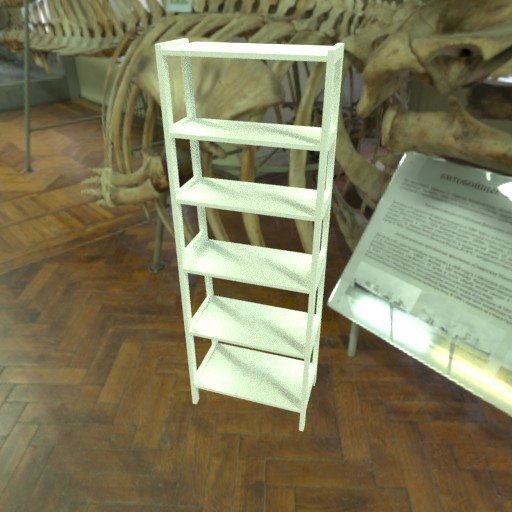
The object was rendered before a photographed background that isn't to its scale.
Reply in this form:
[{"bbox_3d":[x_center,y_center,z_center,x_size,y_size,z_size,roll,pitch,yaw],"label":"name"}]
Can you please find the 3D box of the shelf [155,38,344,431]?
[{"bbox_3d":[0.000,0.000,2.167,0.660,1.892,0.381,9,32,15],"label":"shelf"}]
